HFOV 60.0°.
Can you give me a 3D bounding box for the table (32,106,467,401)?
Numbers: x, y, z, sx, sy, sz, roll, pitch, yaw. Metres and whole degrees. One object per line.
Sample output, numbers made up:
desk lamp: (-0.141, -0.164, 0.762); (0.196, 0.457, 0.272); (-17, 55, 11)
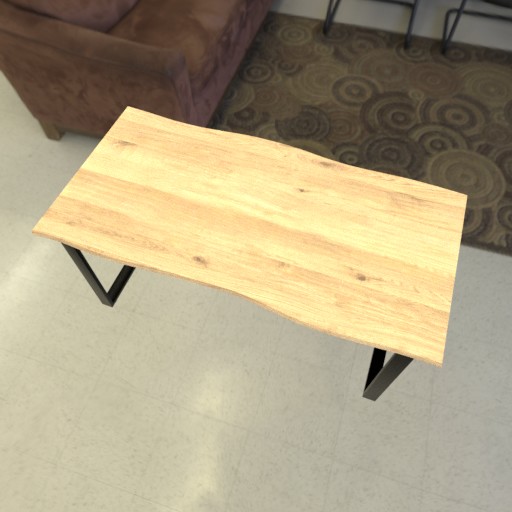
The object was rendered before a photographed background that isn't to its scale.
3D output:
table: (0.000, 0.000, 2.346); (1.800, 0.780, 0.900); (17, 60, 10)
